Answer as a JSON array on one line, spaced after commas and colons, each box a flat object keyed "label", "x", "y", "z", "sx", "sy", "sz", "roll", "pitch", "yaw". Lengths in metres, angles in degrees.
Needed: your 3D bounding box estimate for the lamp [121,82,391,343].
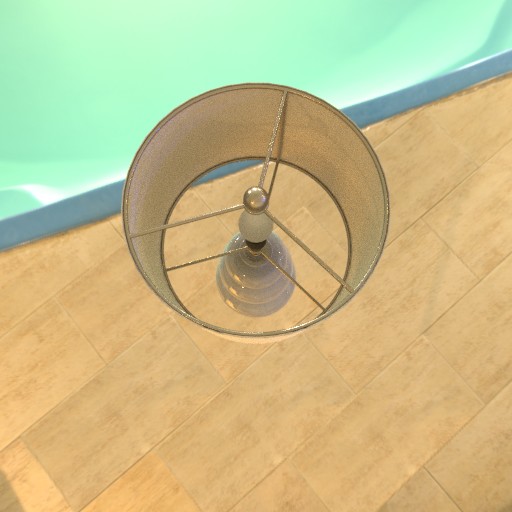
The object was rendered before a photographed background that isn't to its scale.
[{"label": "lamp", "x": 0.000, "y": 0.000, "z": 0.933, "sx": 0.367, "sy": 0.730, "sz": 0.367, "roll": -33, "pitch": 79, "yaw": -7}]
